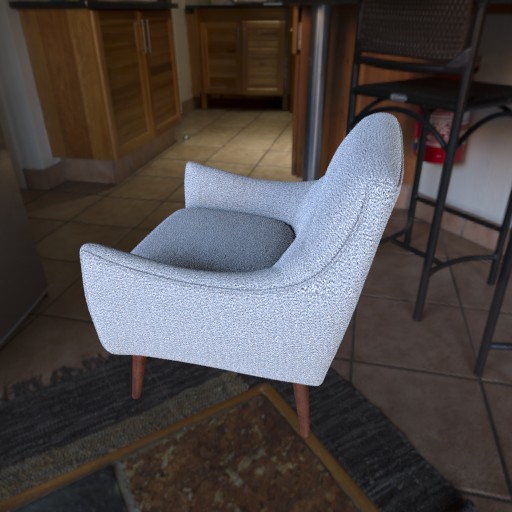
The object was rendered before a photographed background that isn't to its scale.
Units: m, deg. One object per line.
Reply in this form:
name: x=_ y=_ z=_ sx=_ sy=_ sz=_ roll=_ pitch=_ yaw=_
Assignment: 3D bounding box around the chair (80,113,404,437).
chair: x=0.000 y=0.000 z=1.416 sx=0.787 sy=0.838 sz=0.762 roll=8 pitch=31 yaw=13
